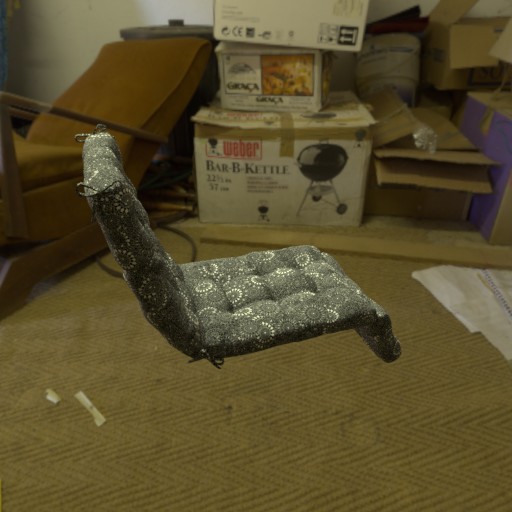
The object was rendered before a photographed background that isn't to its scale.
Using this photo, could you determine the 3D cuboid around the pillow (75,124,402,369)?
[{"bbox_3d":[0.000,0.000,1.520,1.016,0.863,0.526,-10,32,-17],"label":"pillow"}]
